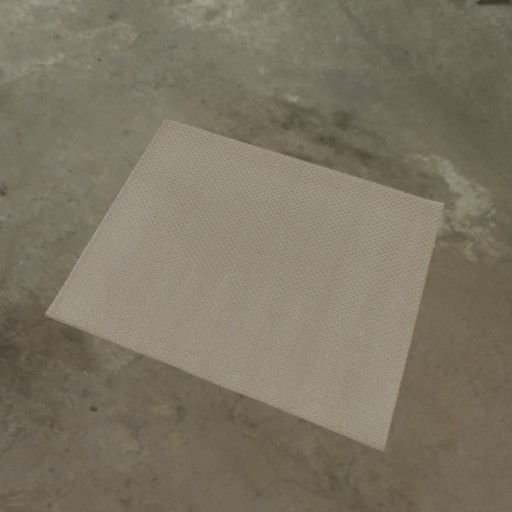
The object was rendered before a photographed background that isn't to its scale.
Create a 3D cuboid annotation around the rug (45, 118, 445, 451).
[{"bbox_3d":[0.000,0.000,3.909,2.897,0.035,2.277,19,66,9],"label":"rug"}]
